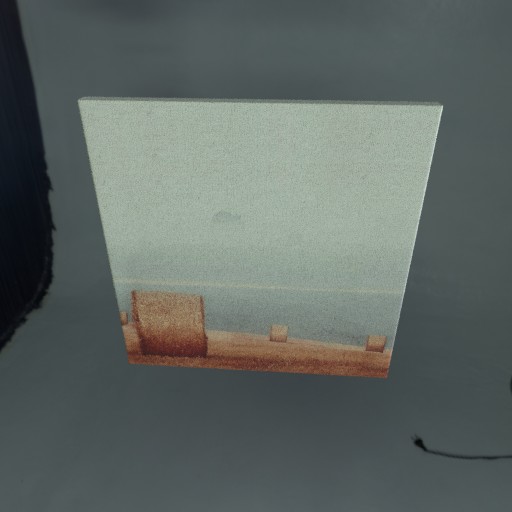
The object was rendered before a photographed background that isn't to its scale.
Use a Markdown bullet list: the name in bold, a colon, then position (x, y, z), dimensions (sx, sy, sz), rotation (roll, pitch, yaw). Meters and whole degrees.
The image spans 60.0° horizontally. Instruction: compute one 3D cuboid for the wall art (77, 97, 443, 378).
- **wall art**: position (0.000, 0.000, 1.127), dimensions (0.760, 0.760, 0.042), rotation (2, 31, 4)
